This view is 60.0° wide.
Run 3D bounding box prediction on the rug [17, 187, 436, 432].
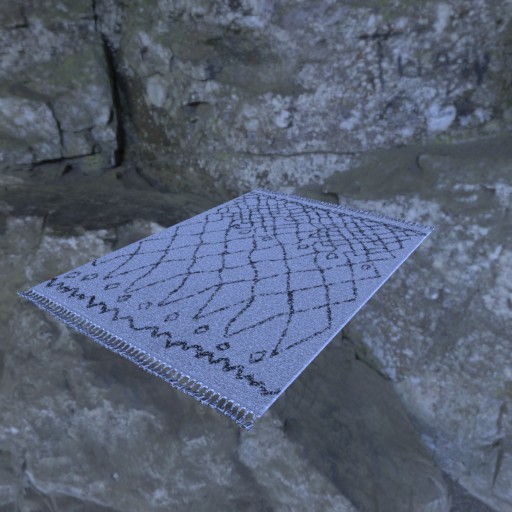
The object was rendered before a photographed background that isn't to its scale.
[{"bbox_3d":[0.000,0.000,2.868,1.613,0.017,2.312,18,32,32],"label":"rug"}]
